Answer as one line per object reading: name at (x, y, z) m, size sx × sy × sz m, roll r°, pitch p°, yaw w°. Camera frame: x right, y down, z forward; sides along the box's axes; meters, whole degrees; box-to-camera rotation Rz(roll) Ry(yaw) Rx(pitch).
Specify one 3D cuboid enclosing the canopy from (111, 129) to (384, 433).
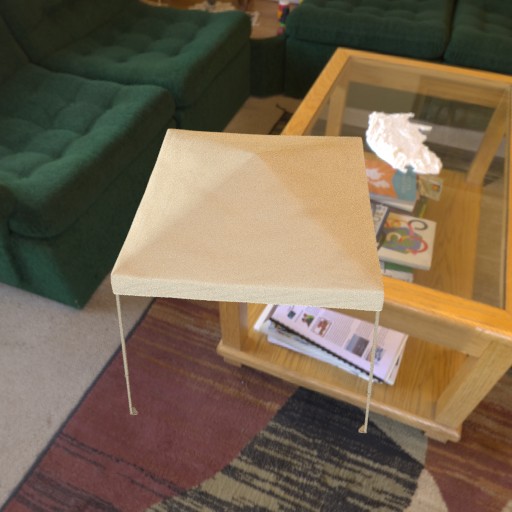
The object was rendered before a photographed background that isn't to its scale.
canopy at (0.000, 0.000, 6.601) m, size 3.600 × 3.600 × 3.599 m, roll 3°, pitch 48°, yaw 3°
